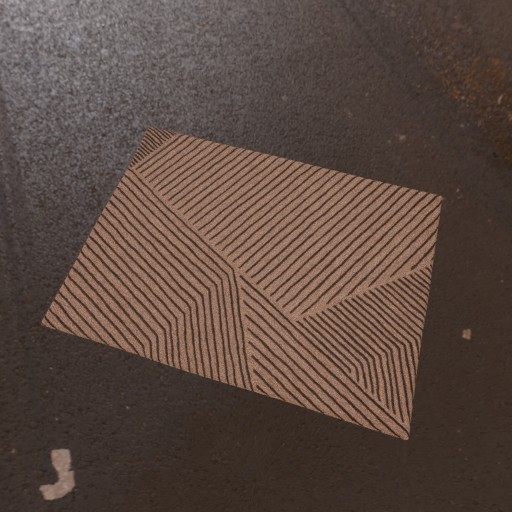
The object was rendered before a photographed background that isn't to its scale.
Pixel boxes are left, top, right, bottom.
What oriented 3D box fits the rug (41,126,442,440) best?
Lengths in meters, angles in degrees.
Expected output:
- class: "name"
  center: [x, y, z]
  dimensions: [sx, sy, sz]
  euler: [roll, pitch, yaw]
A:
- class: "rug"
  center: [0.000, 0.000, 3.185]
  dimensions: [2.449, 0.028, 1.829]
  euler: [15, 64, 8]
